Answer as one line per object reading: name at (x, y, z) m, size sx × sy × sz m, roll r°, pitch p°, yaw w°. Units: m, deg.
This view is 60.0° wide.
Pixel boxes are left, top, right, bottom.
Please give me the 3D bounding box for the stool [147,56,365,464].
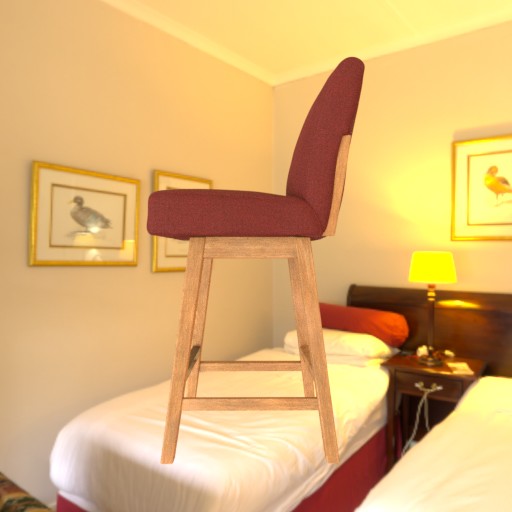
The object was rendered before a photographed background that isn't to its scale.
stool at (0.000, 0.000, 1.327) m, size 0.562 × 1.038 × 0.468 m, roll 0°, pitch 0°, yaw -1°
